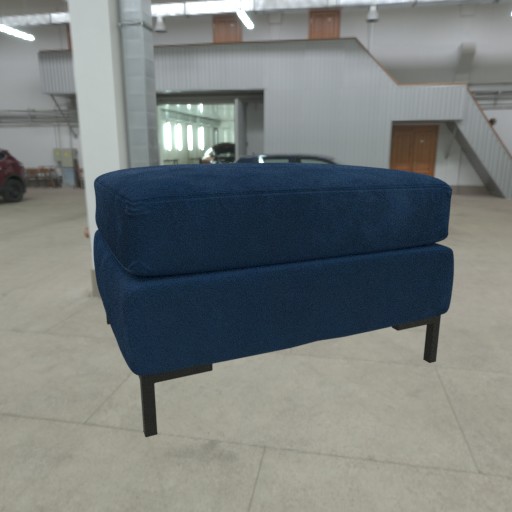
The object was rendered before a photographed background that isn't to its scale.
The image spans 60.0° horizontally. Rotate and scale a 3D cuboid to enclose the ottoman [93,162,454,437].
[{"bbox_3d":[0.000,0.000,1.193,0.794,0.485,0.655,-6,15,-24],"label":"ottoman"}]
